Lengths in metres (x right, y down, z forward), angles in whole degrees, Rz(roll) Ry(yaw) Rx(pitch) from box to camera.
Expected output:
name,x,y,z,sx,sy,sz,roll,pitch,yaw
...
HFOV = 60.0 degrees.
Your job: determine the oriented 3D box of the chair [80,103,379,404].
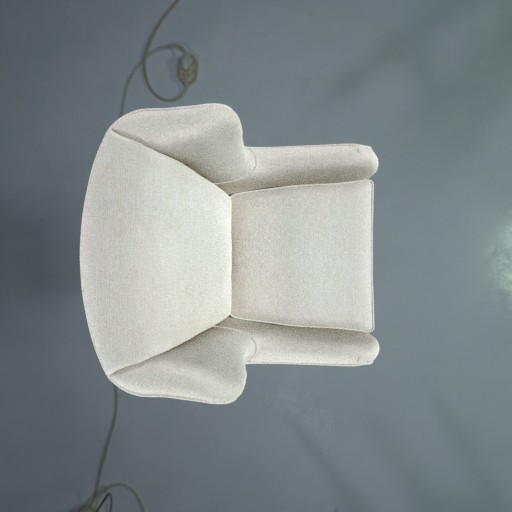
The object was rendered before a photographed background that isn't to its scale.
name,x,y,z,sx,sy,sz,roll,pitch,yaw
chair,0.000,0.000,1.714,0.966,1.040,0.838,0,89,1
